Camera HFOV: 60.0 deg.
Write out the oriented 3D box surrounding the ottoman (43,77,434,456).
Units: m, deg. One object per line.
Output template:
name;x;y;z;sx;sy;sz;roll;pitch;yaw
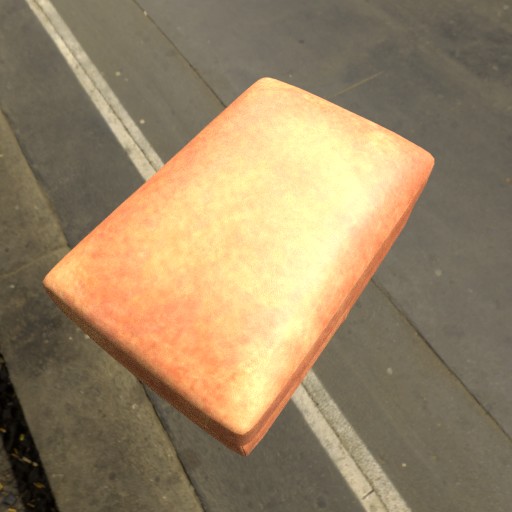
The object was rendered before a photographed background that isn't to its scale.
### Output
ottoman;0.000;0.000;1.182;0.565;0.507;0.852;32;65;17
